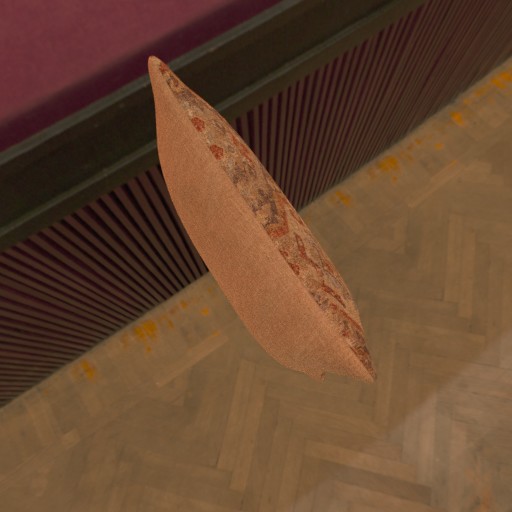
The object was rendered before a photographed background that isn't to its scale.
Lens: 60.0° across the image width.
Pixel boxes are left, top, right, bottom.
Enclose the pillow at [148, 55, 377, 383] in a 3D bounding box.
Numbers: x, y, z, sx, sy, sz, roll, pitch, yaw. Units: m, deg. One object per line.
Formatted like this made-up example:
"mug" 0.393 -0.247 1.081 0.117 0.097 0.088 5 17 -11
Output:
"pillow" 0.000 0.000 0.794 0.166 0.506 0.523 -32 77 -8
